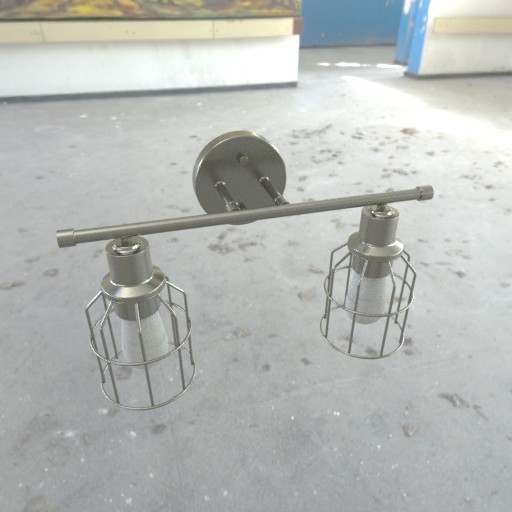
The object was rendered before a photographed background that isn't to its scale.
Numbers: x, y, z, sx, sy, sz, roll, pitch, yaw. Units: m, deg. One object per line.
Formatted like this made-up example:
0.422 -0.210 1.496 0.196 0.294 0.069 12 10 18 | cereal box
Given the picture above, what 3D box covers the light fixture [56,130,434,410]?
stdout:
0.000 0.000 0.527 0.406 0.254 0.165 -9 32 -14 | light fixture
